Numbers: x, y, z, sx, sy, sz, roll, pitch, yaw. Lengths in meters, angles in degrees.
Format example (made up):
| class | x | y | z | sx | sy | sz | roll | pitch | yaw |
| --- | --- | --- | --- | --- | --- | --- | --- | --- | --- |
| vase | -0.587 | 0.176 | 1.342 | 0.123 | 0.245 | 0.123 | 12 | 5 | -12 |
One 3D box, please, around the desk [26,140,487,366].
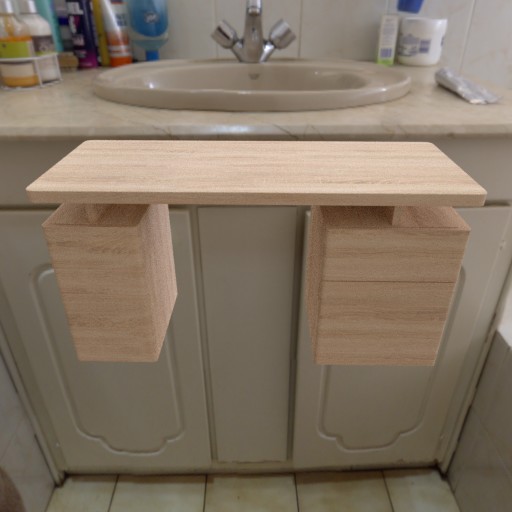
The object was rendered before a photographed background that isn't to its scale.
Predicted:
| class | x | y | z | sx | sy | sz | roll | pitch | yaw |
| --- | --- | --- | --- | --- | --- | --- | --- | --- | --- |
| desk | 0.000 | 0.000 | 1.753 | 1.400 | 0.760 | 0.550 | 1 | 30 | 1 |
